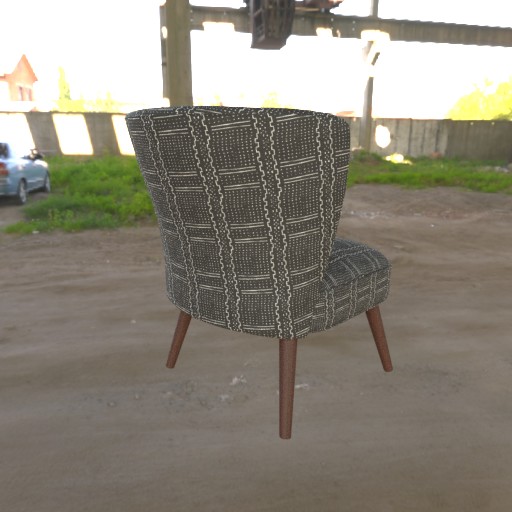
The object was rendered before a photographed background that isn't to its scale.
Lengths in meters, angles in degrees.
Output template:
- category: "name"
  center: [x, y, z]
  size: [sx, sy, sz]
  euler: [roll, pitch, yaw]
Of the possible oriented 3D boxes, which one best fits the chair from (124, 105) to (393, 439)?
- category: "chair"
  center: [0.000, 0.000, 1.407]
  size: [0.710, 0.866, 0.758]
  euler: [14, 21, 43]
